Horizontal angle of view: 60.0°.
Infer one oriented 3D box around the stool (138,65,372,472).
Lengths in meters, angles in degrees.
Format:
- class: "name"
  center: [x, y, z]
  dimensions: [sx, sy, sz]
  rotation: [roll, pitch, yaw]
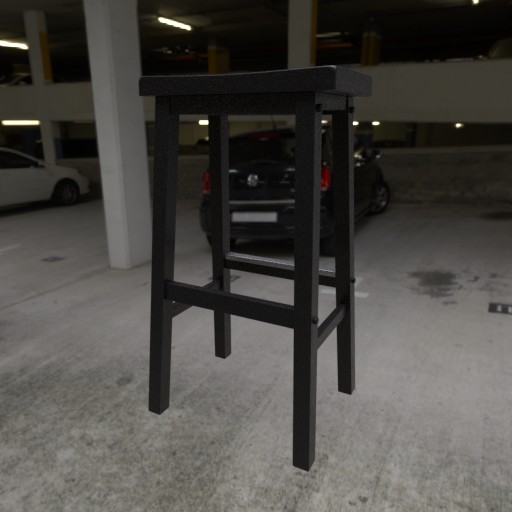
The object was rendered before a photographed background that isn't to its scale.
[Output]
- class: "stool"
  center: [0.000, 0.000, 0.985]
  dimensions: [0.406, 0.742, 0.322]
  rotation: [9, 19, 27]
